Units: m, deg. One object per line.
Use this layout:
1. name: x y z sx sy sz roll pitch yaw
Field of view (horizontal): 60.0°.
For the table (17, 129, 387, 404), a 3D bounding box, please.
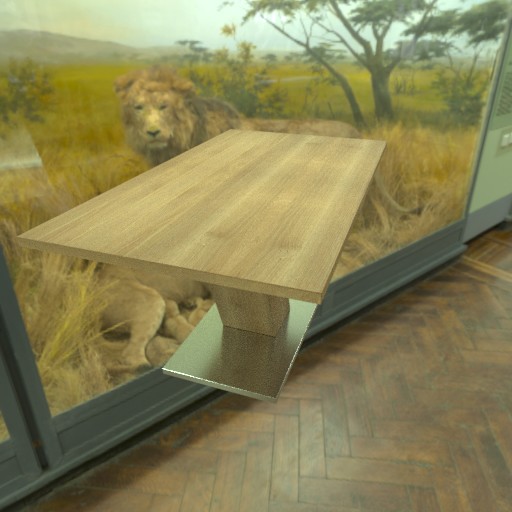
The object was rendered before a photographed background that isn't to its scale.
1. table: 0.000 0.000 1.991 0.900 0.750 1.600 9 29 18
